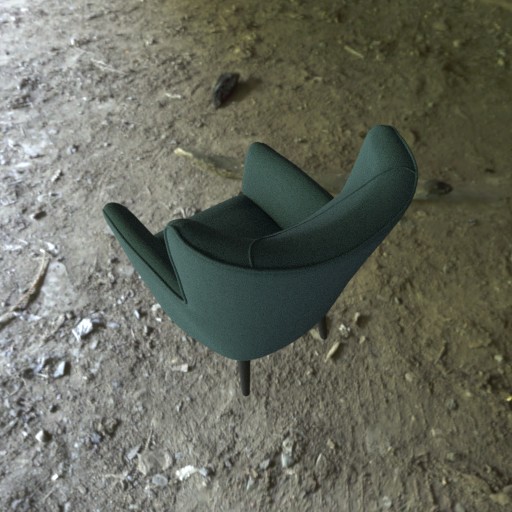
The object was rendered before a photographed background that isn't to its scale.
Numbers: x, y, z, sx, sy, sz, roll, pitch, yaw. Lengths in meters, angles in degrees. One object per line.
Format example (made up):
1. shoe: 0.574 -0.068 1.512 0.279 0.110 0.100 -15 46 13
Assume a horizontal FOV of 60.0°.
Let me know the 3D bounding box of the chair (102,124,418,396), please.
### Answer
1. chair: 0.000 0.000 1.603 0.781 0.933 0.888 -29 52 -26
